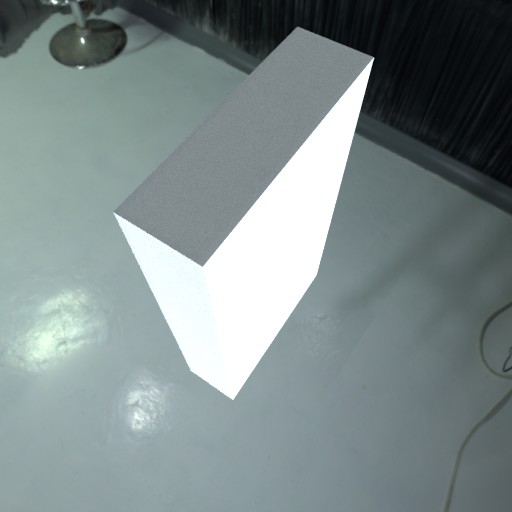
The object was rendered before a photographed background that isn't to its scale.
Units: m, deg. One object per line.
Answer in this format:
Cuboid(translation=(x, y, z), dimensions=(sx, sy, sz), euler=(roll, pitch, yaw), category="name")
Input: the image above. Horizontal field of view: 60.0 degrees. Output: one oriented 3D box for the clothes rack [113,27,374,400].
Cuboid(translation=(0.000, 0.000, 1.610), dimensions=(0.250, 1.280, 0.750), euler=(30, 65, 16), category="clothes rack")
